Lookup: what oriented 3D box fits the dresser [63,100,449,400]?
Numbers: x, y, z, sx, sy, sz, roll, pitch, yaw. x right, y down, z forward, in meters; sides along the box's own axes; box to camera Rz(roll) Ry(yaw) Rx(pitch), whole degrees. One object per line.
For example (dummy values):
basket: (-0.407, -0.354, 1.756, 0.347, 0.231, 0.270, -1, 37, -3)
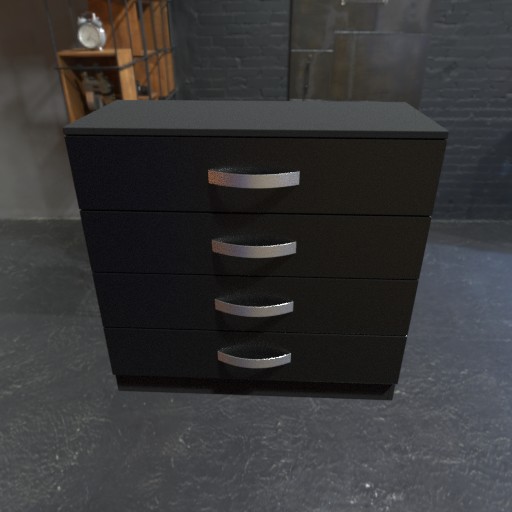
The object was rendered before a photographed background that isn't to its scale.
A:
dresser: (0.000, 0.000, 1.162, 0.750, 0.720, 0.360, 1, 28, 2)
